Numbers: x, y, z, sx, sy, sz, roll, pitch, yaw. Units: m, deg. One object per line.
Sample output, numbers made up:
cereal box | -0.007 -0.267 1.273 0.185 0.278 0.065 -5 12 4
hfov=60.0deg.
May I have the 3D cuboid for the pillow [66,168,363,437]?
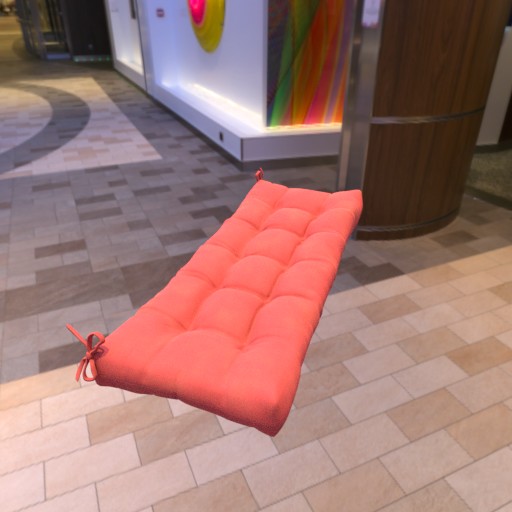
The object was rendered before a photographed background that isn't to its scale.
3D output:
pillow | 0.000 0.000 1.364 0.511 0.174 1.194 10 32 17
